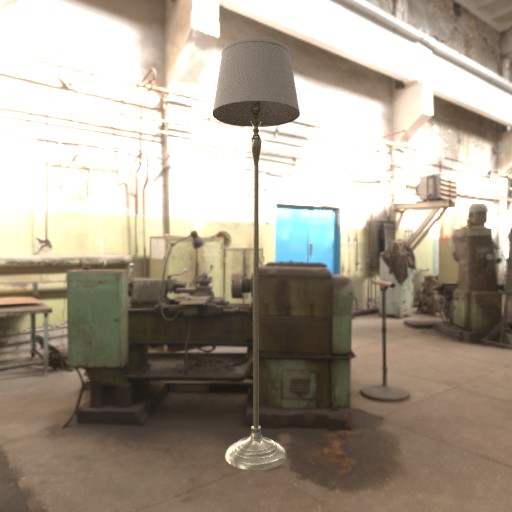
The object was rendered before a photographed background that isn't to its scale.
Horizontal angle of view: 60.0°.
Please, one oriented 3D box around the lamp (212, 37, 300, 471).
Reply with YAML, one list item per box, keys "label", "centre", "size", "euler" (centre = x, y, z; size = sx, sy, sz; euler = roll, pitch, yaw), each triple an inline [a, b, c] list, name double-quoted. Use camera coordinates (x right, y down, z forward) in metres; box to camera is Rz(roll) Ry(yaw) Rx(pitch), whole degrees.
- label: "lamp"
  centre: [0.000, 0.000, 1.663]
  size: [0.327, 1.506, 0.327]
  euler: [-1, 1, -36]
